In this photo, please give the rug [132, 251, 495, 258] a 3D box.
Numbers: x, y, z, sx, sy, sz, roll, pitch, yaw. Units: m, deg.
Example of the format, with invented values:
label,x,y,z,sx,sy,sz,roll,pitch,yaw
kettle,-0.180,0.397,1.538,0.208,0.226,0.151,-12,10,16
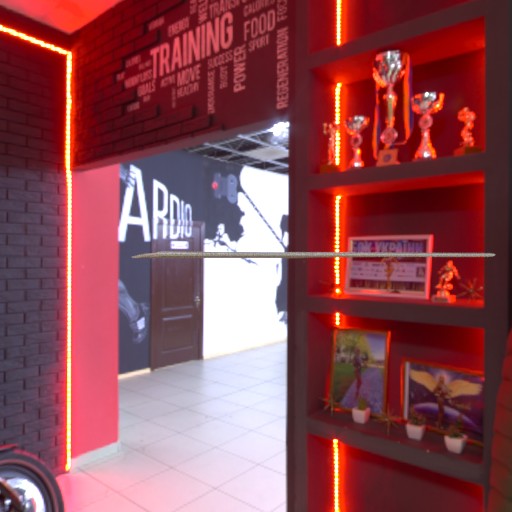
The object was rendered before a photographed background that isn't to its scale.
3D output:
label,x,y,z,sx,sy,sz,roll,pitch,yaw
rug,0.000,0.000,2.998,1.535,0.022,2.498,0,0,-18
